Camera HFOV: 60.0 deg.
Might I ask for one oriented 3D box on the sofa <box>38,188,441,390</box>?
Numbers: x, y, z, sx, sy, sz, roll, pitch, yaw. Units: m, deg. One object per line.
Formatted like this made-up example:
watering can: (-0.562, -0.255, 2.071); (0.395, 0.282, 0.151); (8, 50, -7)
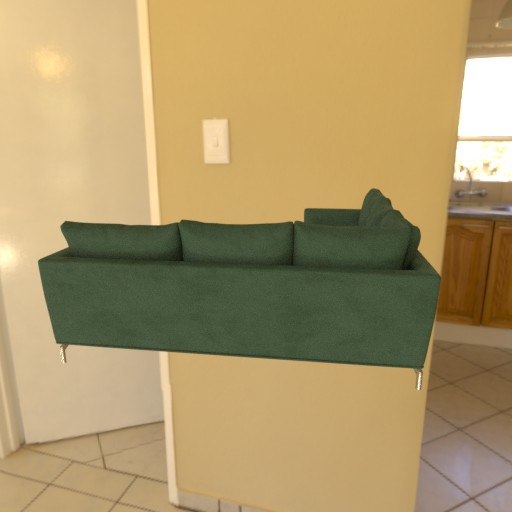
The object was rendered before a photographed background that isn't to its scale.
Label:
sofa: (0.000, 0.000, 3.864); (2.452, 1.004, 2.468); (2, 15, 8)
